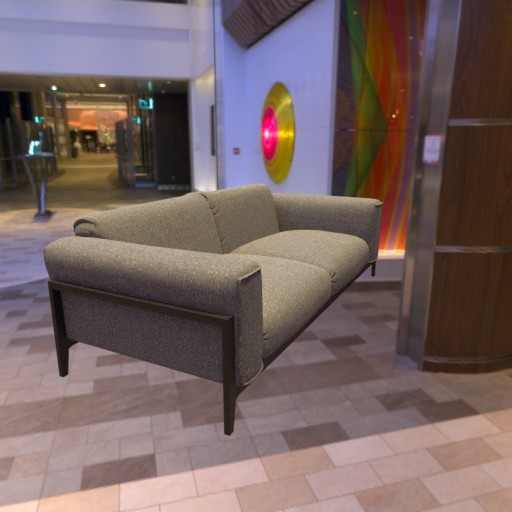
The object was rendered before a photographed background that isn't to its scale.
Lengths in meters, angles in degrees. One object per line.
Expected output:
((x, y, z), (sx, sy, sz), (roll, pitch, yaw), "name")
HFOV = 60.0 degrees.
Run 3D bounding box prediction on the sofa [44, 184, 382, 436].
((0.000, 0.000, 2.565), (0.985, 0.703, 2.125), (8, 16, 27), "sofa")
